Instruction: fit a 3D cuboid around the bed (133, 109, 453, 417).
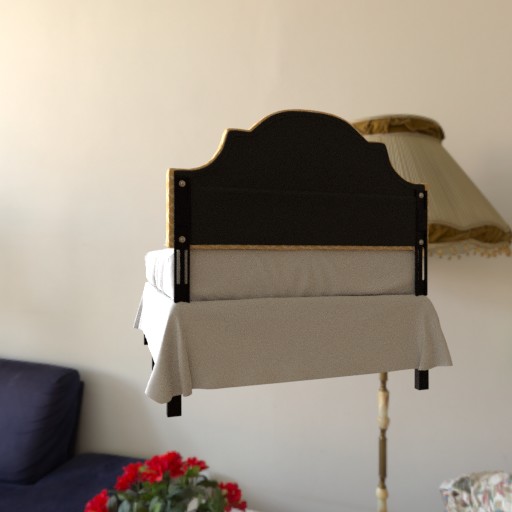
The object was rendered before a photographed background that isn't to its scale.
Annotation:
[{"bbox_3d":[0.000,0.000,3.395,1.780,1.633,2.222,0,0,-18],"label":"bed"}]
